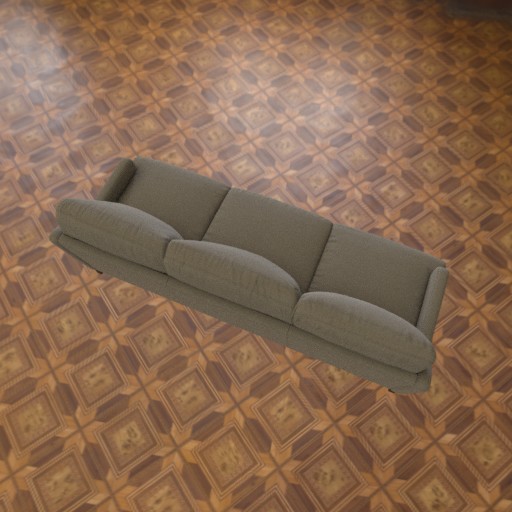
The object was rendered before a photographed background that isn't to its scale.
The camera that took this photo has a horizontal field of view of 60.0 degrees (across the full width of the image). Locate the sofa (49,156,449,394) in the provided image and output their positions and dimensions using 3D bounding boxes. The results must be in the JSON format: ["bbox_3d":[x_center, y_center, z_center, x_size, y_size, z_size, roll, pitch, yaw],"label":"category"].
[{"bbox_3d":[0.000,0.000,2.874,2.344,0.926,0.987,20,64,10],"label":"sofa"}]
